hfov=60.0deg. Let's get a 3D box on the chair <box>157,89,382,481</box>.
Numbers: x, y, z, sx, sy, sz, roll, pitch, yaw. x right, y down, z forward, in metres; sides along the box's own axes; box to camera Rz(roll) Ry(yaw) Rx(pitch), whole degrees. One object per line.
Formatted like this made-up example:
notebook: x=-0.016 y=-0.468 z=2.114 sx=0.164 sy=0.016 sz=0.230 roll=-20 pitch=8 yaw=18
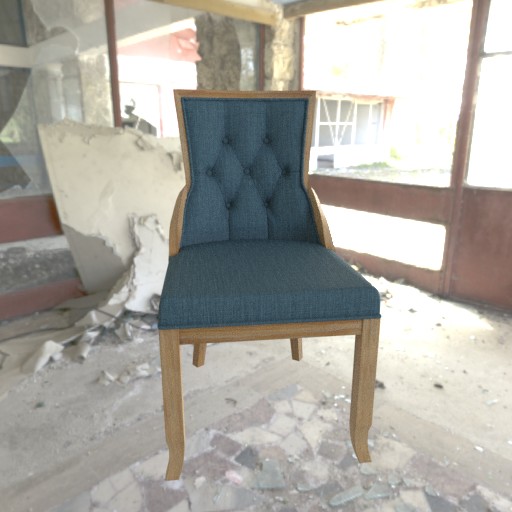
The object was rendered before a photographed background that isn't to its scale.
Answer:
chair: x=0.000 y=0.000 z=1.286 sx=0.524 sy=0.947 sz=0.641 roll=-2 pitch=16 yaw=-7
